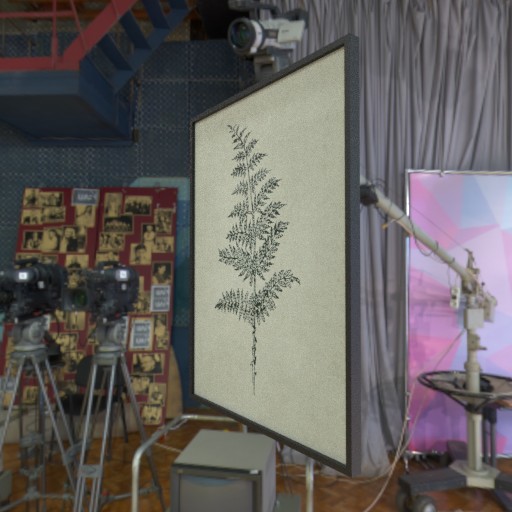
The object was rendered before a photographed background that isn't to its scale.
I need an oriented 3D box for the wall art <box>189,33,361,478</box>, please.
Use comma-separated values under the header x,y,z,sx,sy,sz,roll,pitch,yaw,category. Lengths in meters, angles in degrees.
x,y,z,sx,sy,sz,roll,pitch,yaw,category
0.000,0.000,1.395,0.036,1.070,0.802,1,-1,-37,wall art
